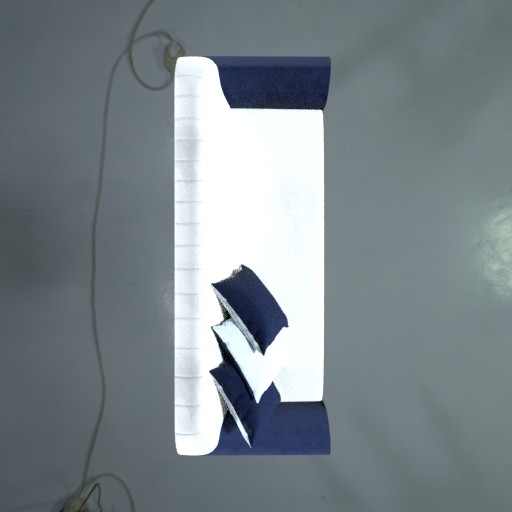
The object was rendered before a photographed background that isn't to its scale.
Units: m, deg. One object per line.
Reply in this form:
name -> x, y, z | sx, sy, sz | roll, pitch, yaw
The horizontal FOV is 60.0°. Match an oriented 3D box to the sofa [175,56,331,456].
sofa -> 0.000, 0.000, 2.385 | 0.749, 0.789, 2.006 | 0, 90, -1
